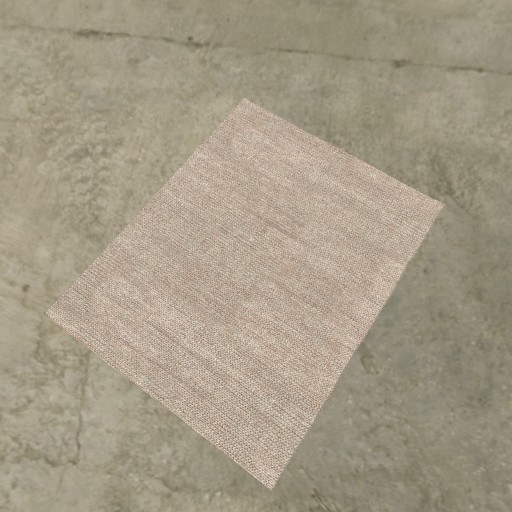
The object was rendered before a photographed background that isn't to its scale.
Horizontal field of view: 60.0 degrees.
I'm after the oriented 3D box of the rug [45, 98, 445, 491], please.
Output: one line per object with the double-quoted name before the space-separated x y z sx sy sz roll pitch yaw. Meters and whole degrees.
"rug" 0.000 0.000 4.125 2.429 0.030 3.052 32 69 14
